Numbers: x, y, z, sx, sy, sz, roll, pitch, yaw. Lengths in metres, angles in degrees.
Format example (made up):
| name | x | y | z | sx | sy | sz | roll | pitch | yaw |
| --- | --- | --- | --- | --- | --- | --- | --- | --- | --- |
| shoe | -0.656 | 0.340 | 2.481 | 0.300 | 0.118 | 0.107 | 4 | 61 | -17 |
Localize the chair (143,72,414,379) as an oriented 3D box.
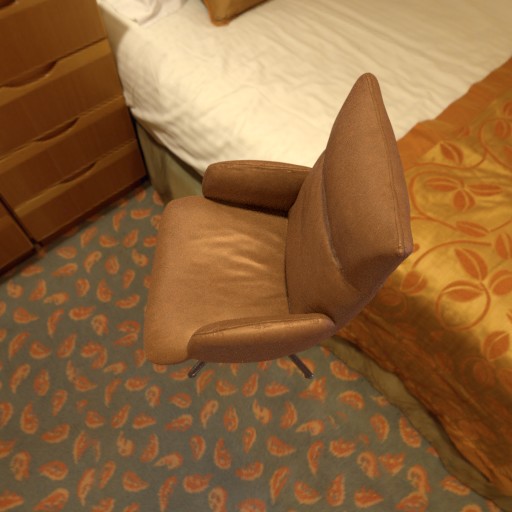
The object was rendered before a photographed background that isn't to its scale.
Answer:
| name | x | y | z | sx | sy | sz | roll | pitch | yaw |
| --- | --- | --- | --- | --- | --- | --- | --- | --- | --- |
| chair | 0.000 | 0.000 | 1.532 | 0.794 | 1.027 | 0.711 | 0 | 58 | 0 |
